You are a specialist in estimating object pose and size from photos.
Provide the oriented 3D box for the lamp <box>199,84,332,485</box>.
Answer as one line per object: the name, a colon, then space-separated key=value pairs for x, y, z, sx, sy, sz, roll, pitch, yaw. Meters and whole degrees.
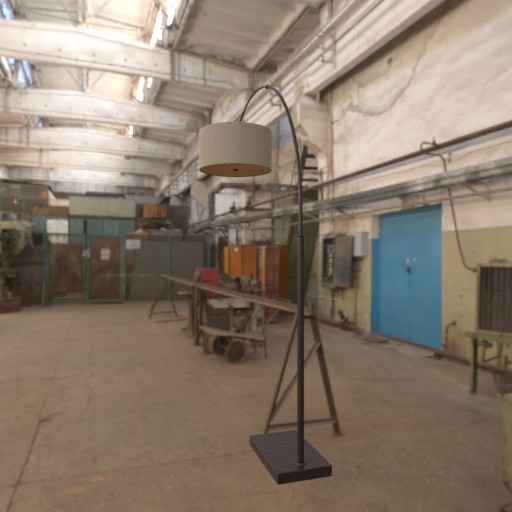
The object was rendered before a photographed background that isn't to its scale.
lamp: x=0.000 y=0.000 z=2.580 sx=0.493 sy=1.927 sz=1.424 roll=0 pitch=0 yaw=-17
